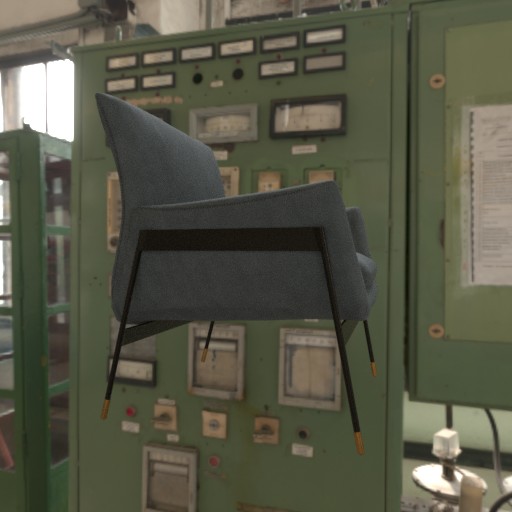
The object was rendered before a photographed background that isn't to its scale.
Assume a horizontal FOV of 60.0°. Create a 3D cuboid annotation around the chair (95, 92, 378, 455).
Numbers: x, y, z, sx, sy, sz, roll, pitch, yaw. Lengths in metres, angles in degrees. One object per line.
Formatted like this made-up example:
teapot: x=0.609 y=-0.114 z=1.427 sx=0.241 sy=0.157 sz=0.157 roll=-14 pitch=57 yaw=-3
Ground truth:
chair: x=0.000 y=0.000 z=1.367 sx=0.709 sy=0.858 sz=0.678 roll=0 pitch=1 yaw=18
